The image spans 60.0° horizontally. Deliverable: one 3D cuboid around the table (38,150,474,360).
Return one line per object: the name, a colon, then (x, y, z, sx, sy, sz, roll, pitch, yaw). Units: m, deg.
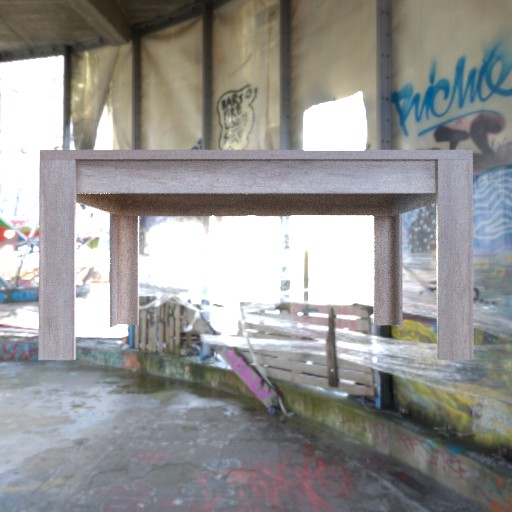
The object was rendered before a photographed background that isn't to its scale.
table: (0.000, 0.000, 2.083, 1.600, 0.775, 0.900, 0, -1, 0)
